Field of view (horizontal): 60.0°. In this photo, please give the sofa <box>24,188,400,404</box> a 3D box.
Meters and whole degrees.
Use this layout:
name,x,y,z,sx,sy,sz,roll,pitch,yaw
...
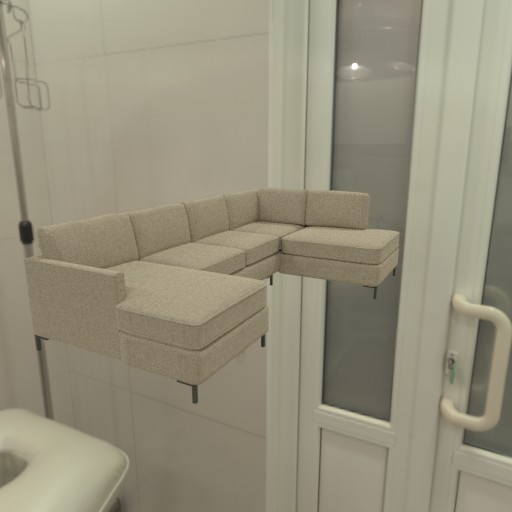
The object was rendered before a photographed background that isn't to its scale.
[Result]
name,x,y,z,sx,sy,sz,roll,pitch,yaw
sofa,0.000,0.000,4.226,2.021,0.996,3.423,7,16,28
